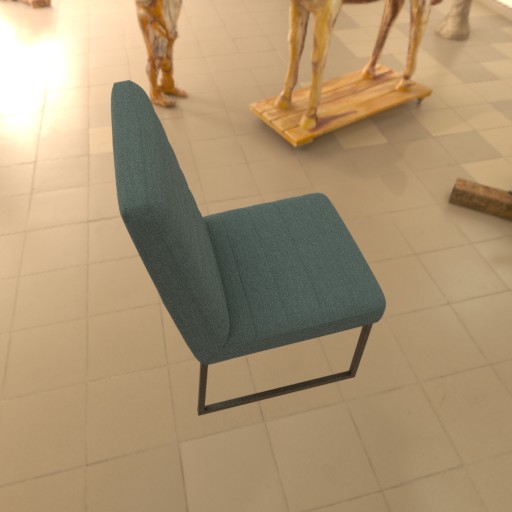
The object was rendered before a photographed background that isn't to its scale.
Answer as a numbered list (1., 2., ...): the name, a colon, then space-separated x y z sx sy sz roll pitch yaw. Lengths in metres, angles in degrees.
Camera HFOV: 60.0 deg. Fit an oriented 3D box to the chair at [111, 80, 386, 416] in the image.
1. chair: 0.000 0.000 1.318 0.634 0.930 0.520 -11 48 -10
